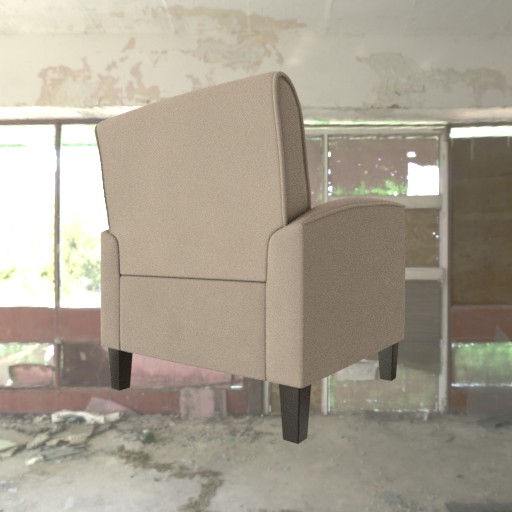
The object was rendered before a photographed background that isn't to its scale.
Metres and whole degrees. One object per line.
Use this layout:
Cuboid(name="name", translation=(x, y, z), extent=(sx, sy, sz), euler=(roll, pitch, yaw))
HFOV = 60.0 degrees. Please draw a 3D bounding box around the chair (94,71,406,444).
Cuboid(name="chair", translation=(0.000, 0.000, 1.572), extent=(0.820, 0.915, 0.820), euler=(0, 1, 36))
